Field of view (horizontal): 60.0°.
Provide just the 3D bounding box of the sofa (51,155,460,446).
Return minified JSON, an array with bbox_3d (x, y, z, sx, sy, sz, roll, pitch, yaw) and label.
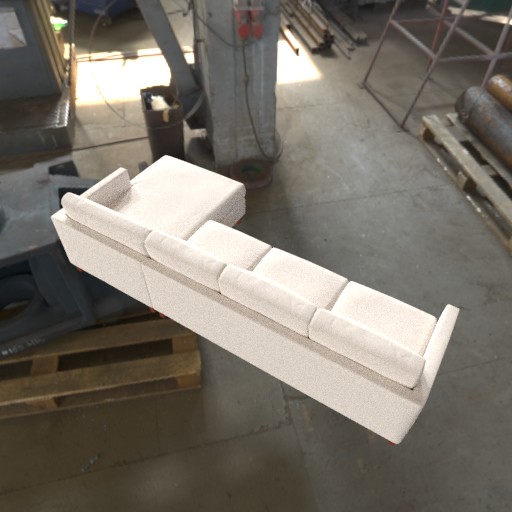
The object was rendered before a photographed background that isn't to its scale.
[{"bbox_3d":[0.000,0.000,4.062,3.471,0.954,1.606,24,51,21],"label":"sofa"}]
